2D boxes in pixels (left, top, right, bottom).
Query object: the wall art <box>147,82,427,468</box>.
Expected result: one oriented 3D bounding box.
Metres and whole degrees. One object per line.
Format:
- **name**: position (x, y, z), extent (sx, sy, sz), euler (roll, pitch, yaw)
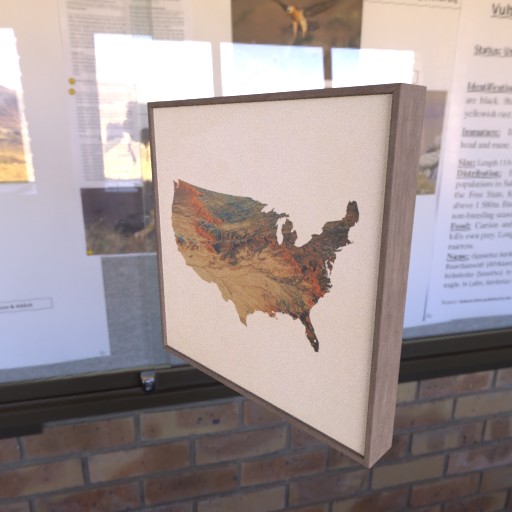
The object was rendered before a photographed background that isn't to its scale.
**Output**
- **wall art**: position (0.000, 0.000, 0.444), extent (0.303, 0.302, 0.038), euler (15, 22, 42)
